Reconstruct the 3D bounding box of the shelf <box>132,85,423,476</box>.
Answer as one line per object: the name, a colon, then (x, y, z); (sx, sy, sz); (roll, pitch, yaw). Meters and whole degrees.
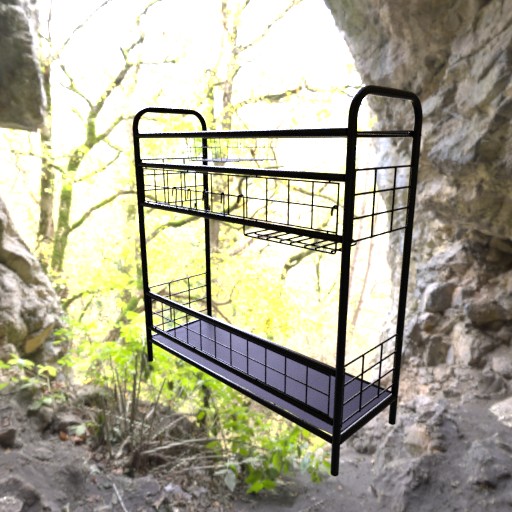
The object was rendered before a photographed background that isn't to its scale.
shelf: (0.000, 0.000, 1.540); (0.961, 1.026, 0.350); (14, 20, 43)
